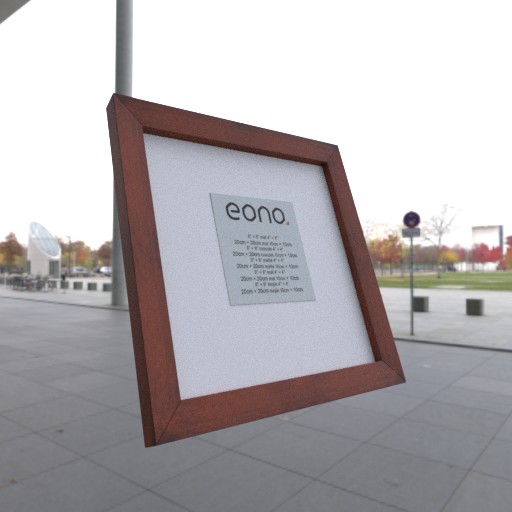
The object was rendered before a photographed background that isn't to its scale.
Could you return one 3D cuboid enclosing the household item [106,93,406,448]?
[{"bbox_3d":[0.000,0.000,0.384,0.240,0.240,0.131,1,-2,-36],"label":"household item"}]
